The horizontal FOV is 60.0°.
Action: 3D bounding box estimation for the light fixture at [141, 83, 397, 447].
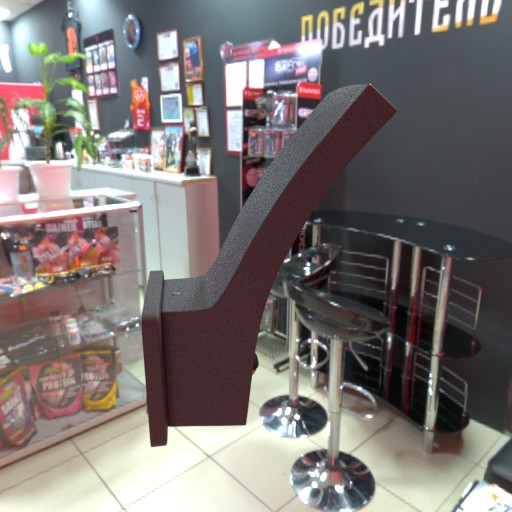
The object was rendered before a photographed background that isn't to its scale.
[{"bbox_3d":[0.000,0.000,0.335,0.174,0.243,0.108,-3,16,-9],"label":"light fixture"}]
